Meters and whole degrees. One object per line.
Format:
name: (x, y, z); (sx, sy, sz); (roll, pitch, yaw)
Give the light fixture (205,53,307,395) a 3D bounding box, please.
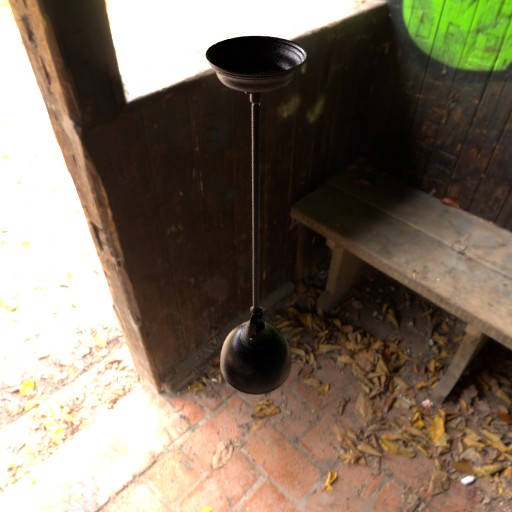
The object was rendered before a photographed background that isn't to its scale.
light fixture: (0.000, 0.000, 0.866); (0.182, 0.768, 0.182); (11, 46, 11)
